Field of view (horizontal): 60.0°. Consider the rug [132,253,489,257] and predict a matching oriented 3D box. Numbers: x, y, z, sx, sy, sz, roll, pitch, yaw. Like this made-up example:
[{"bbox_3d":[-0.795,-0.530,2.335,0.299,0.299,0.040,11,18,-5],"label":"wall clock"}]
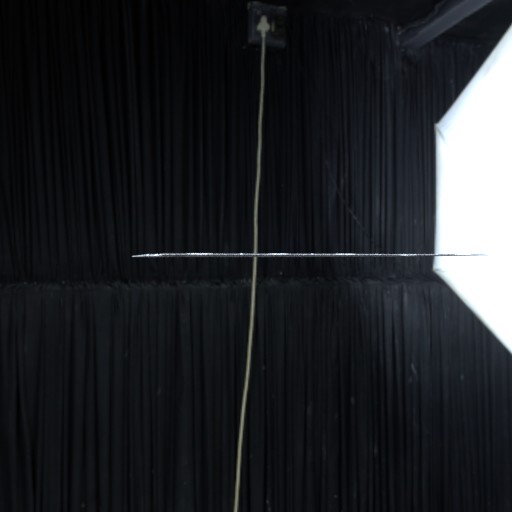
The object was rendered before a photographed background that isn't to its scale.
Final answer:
[{"bbox_3d":[0.000,0.000,2.998,1.520,0.015,2.434,0,0,-18],"label":"rug"}]
